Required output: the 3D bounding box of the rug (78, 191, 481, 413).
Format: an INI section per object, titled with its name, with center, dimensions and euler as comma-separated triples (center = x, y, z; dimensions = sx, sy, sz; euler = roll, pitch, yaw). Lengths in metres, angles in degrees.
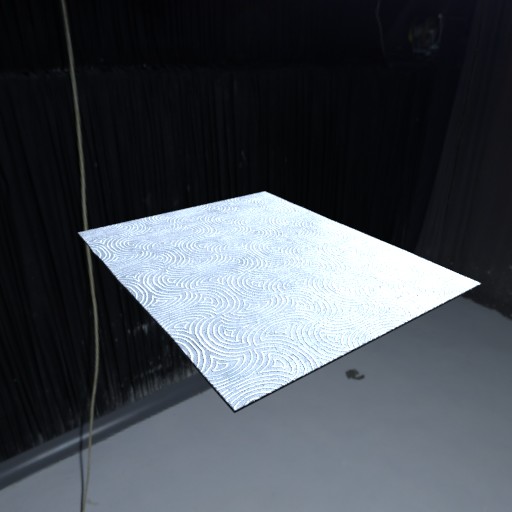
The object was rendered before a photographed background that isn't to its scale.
[rug]
center = 0.000, 0.000, 4.166
dimensions = 2.456, 0.021, 3.042
euler = -17, 31, -31
